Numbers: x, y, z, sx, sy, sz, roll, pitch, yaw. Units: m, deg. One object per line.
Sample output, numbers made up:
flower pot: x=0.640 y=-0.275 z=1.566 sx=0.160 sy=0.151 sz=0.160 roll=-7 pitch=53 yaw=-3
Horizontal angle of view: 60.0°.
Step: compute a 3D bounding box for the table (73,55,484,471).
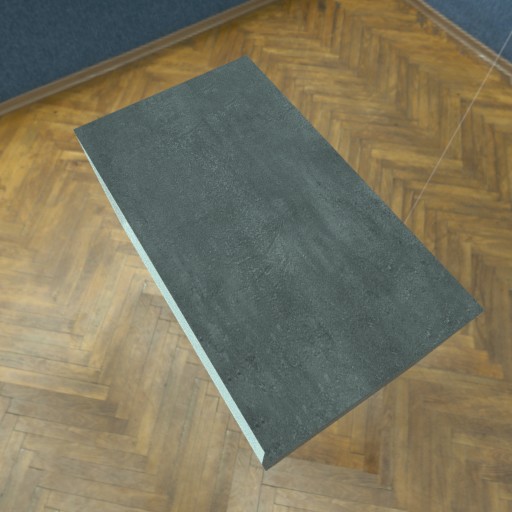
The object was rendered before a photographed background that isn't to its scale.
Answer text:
table: x=0.000 y=0.000 z=0.933 sx=0.400 sy=0.350 sz=0.700 roll=-30 pitch=66 yaw=-14
